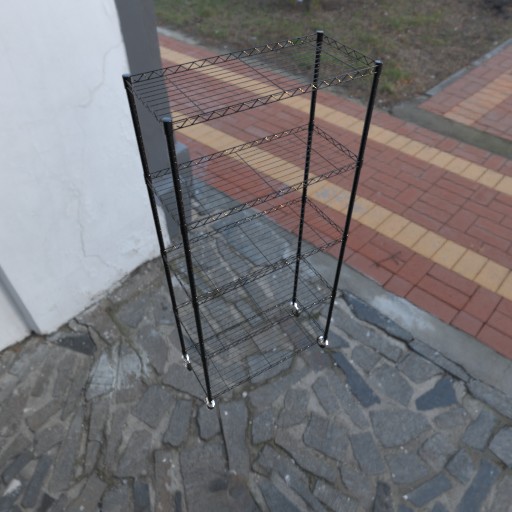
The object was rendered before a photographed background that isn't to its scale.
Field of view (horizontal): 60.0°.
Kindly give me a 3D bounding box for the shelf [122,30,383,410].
[{"bbox_3d":[0.000,0.000,1.948,0.762,1.645,0.356,-23,50,-21],"label":"shelf"}]
